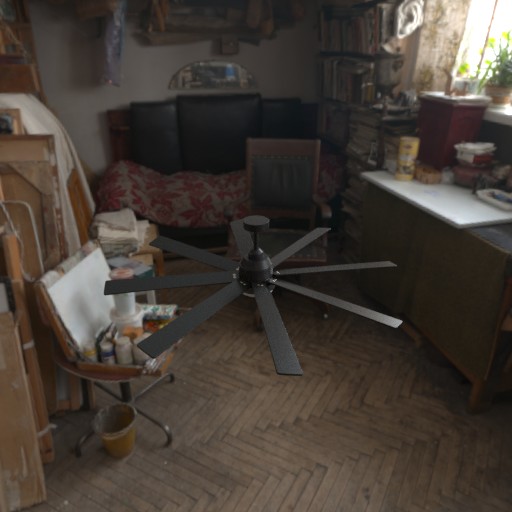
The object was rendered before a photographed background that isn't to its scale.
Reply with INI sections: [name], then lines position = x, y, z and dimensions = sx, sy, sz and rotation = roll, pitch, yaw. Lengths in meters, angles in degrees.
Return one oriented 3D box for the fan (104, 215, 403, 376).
[fan]
position = 0.000, 0.000, 2.715
dimensions = 1.830, 0.472, 1.830
rotation = 18, 32, 31
